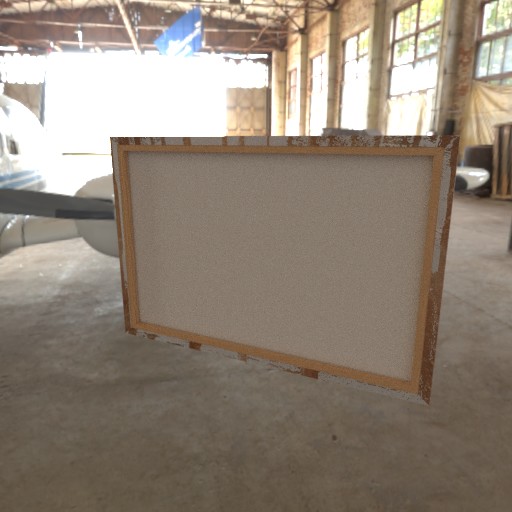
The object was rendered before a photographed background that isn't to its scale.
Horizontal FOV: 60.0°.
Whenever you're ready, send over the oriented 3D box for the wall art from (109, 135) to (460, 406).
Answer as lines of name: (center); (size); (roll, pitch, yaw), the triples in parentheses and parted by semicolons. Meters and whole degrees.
wall art: (0.000, 0.000, 1.163); (0.914, 0.609, 0.035); (7, 16, 25)
